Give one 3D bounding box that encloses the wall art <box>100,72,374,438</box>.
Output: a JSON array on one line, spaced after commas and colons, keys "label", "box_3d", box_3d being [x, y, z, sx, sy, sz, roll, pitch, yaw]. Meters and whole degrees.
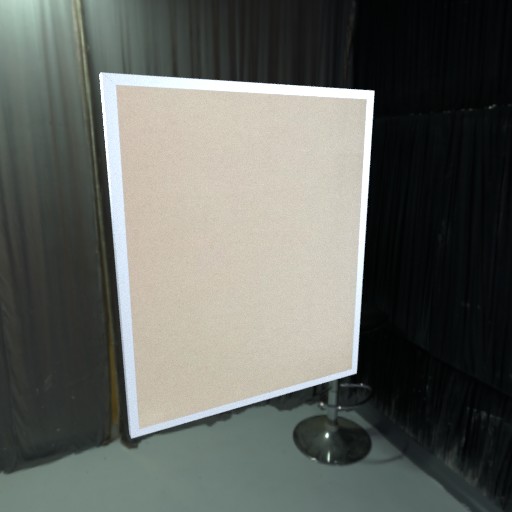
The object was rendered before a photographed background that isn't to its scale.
[{"label": "wall art", "box_3d": [0.000, 0.000, 0.625, 0.382, 0.456, 0.013, -7, 16, -26]}]
